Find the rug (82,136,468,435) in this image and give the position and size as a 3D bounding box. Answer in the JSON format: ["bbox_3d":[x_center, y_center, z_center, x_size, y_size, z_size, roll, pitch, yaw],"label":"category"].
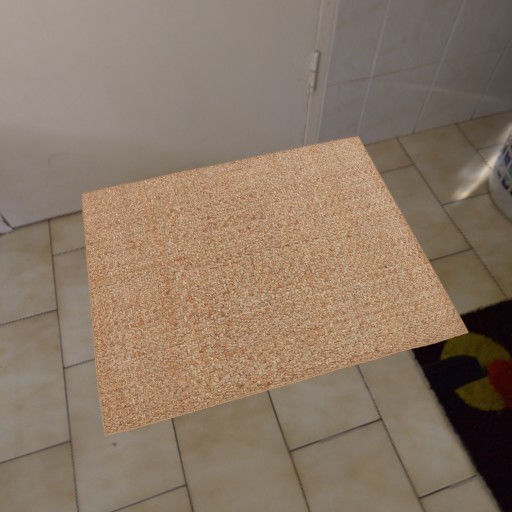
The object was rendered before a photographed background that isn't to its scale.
[{"bbox_3d":[0.000,0.000,4.115,3.048,0.013,2.439,-13,59,-8],"label":"rug"}]
